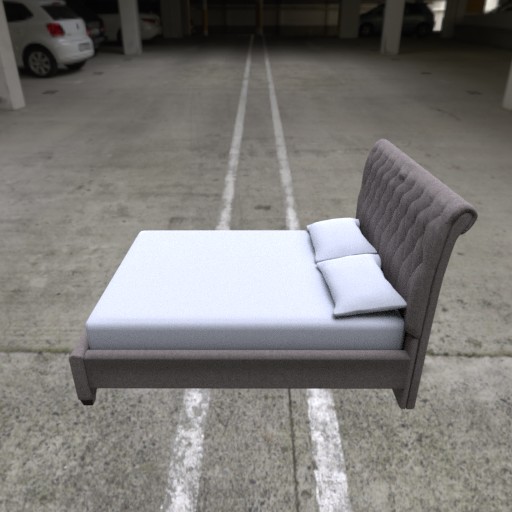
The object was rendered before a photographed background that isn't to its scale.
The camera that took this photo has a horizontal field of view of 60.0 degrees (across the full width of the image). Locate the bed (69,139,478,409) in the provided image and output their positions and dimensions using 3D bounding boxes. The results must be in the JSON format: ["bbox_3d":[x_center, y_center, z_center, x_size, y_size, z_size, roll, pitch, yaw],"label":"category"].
[{"bbox_3d":[0.000,0.000,3.252,2.252,1.371,1.645,0,26,0],"label":"bed"}]
